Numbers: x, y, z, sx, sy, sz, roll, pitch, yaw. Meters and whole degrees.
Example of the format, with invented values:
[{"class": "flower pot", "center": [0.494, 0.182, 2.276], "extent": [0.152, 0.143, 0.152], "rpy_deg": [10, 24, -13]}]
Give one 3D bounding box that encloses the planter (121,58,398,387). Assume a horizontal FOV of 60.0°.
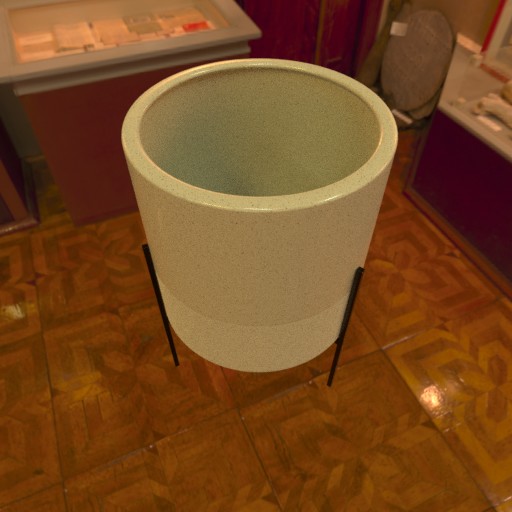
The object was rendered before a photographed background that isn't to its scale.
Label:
[{"class": "planter", "center": [0.000, 0.000, 0.686], "extent": [0.323, 0.475, 0.314], "rpy_deg": [-16, 50, -14]}]
